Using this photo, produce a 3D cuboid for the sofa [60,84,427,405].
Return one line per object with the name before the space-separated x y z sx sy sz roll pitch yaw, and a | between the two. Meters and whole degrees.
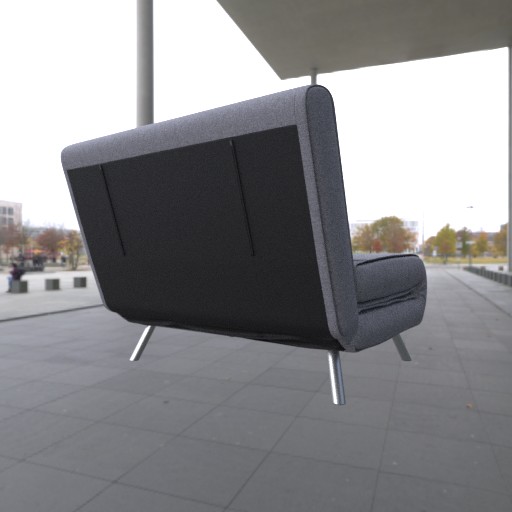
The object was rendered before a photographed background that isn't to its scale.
sofa | 0.000 0.000 1.677 1.020 0.825 1.000 0 0 35
